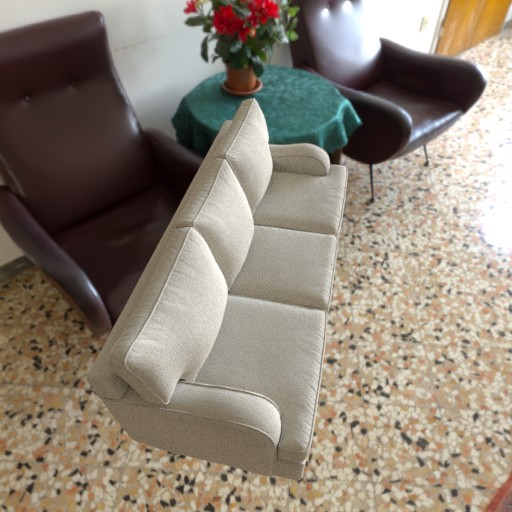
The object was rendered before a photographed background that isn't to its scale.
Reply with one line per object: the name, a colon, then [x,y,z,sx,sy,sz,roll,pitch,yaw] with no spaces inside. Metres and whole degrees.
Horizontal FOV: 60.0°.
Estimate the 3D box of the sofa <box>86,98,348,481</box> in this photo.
sofa: [0.000,0.000,2.813,1.016,0.991,2.323,9,47,9]
